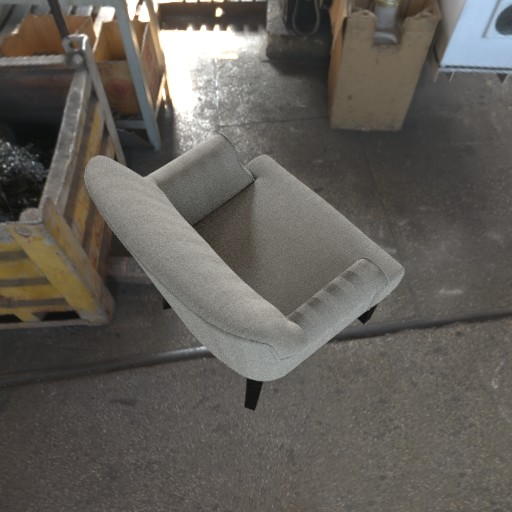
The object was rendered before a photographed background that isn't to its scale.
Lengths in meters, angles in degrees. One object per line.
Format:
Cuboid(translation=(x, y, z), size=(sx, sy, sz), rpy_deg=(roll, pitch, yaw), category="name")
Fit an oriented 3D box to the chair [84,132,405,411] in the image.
Cuboid(translation=(0.000, 0.000, 1.475), size=(0.755, 0.880, 0.772), rpy_deg=(-36, 65, -20), category="chair")
